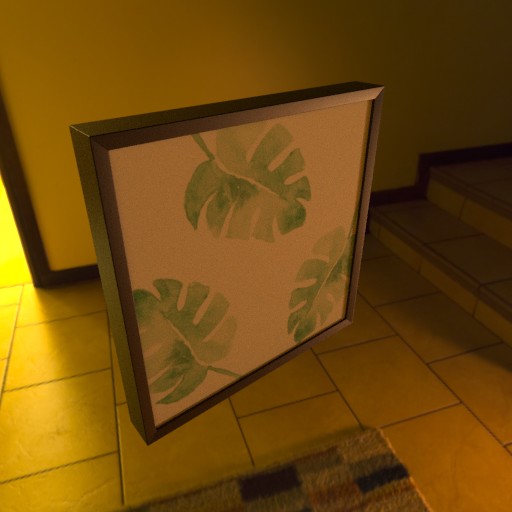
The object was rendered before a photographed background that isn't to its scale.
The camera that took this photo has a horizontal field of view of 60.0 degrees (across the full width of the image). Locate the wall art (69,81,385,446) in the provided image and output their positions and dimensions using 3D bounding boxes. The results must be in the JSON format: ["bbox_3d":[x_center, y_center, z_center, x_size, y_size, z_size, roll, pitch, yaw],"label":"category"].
[{"bbox_3d":[0.000,0.000,0.454,0.304,0.304,0.038,-22,37,-33],"label":"wall art"}]
